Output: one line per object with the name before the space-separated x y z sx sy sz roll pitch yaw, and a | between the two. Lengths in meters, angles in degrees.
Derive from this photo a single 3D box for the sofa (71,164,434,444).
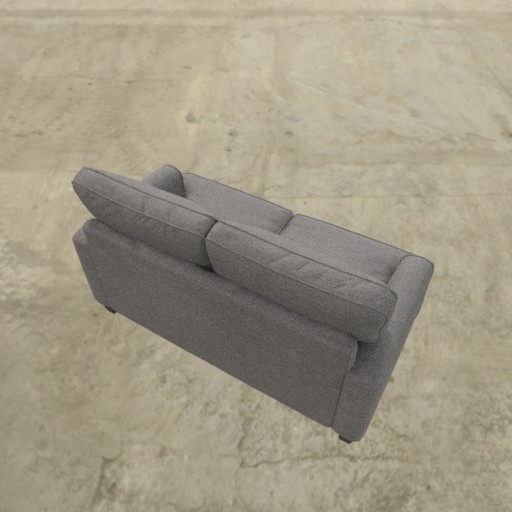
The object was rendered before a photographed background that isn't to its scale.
sofa | 0.000 0.000 2.287 1.651 0.965 0.965 23 49 22
